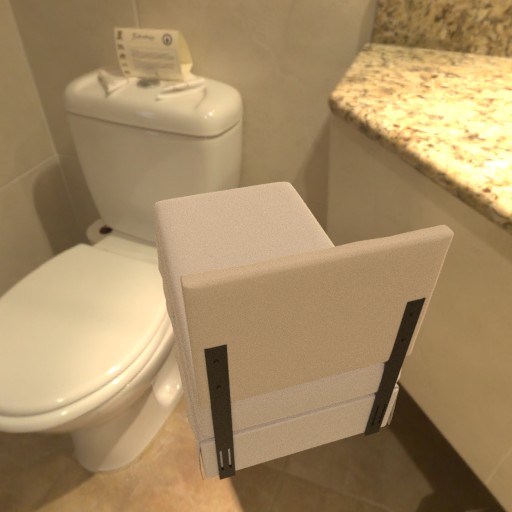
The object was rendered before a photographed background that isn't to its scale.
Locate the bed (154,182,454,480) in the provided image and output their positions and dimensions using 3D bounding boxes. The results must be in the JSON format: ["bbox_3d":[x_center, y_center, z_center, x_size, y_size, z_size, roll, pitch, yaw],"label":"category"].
[{"bbox_3d":[0.000,0.000,2.918,1.261,1.571,1.997,-11,41,-13],"label":"bed"}]
